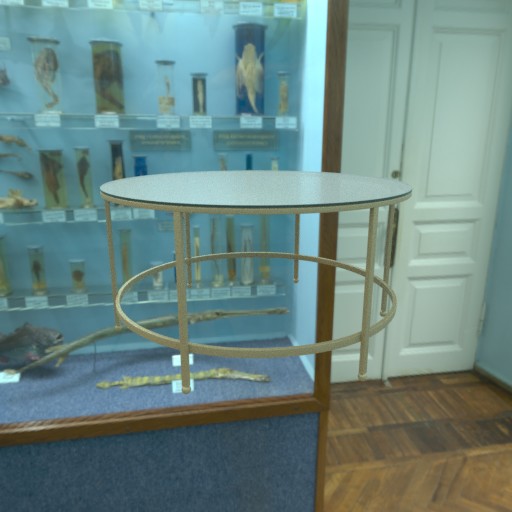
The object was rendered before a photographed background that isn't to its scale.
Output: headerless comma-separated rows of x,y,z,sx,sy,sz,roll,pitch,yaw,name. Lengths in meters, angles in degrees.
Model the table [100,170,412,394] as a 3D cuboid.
0.000,0.000,1.424,0.914,0.470,0.914,0,15,0,table
